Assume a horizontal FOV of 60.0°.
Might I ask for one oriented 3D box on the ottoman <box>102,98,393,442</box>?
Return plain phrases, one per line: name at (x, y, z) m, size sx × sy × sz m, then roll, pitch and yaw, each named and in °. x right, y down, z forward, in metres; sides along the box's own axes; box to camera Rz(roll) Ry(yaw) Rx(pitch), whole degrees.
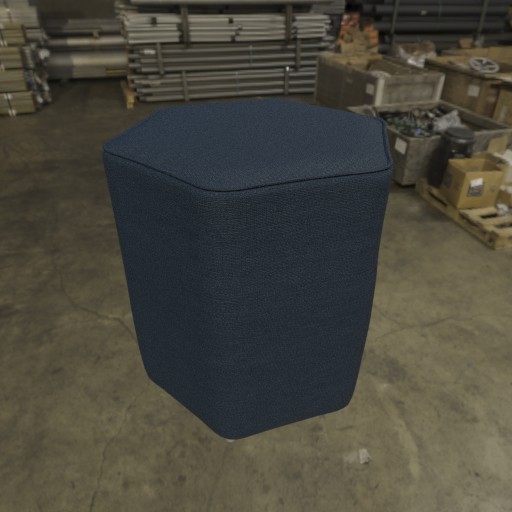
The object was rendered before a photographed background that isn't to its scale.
ottoman at (0.000, 0.000, 0.860) m, size 0.492 × 0.505 × 0.454 m, roll -8°, pitch 33°, yaw -12°
